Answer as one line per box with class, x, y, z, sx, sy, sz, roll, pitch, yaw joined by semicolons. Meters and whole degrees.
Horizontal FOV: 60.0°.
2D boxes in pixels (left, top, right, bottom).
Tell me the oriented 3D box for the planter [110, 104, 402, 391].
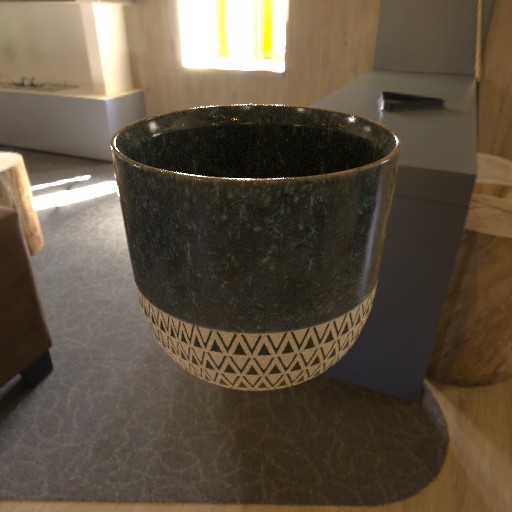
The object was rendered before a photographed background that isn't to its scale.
planter;0.000;0.000;0.485;0.266;0.270;0.266;0;30;0
